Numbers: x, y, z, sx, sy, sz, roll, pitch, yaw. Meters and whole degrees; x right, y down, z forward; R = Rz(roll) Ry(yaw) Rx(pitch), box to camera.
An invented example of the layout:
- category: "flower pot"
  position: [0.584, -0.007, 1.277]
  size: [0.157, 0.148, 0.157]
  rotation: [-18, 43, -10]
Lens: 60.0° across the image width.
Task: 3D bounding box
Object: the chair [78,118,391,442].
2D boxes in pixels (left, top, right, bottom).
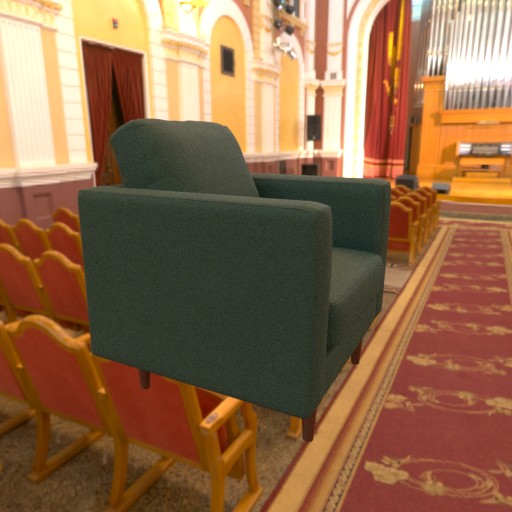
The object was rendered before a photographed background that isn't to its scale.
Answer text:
- category: "chair"
  position: [0.000, 0.000, 1.564]
  size: [0.800, 0.927, 0.855]
  rotation: [7, 16, 26]
